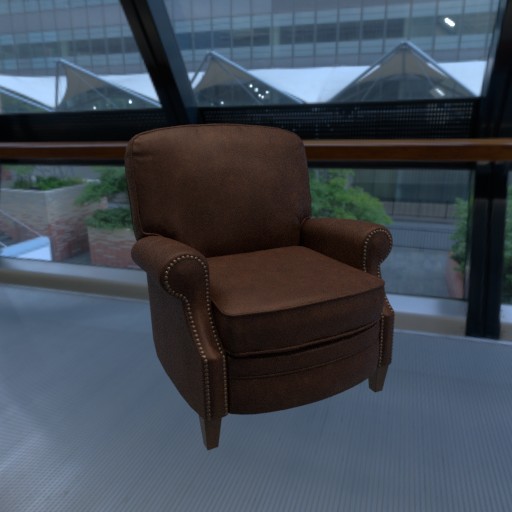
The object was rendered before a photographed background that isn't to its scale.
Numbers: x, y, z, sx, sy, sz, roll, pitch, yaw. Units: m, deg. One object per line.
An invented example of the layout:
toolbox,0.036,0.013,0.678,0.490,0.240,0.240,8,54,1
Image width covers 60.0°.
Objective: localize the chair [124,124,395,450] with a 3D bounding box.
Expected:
chair,0.000,0.000,1.776,0.936,1.018,0.986,-8,18,-26
